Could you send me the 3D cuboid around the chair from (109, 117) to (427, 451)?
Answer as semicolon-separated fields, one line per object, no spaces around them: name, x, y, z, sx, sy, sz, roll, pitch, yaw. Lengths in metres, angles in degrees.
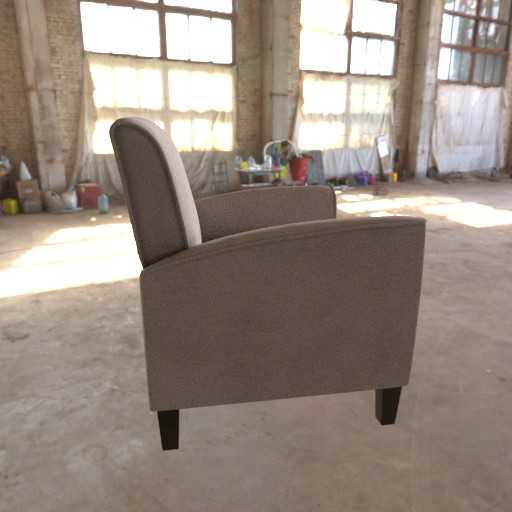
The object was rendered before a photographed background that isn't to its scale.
chair;0.000;0.000;1.547;0.821;0.915;0.820;-3;16;-9
